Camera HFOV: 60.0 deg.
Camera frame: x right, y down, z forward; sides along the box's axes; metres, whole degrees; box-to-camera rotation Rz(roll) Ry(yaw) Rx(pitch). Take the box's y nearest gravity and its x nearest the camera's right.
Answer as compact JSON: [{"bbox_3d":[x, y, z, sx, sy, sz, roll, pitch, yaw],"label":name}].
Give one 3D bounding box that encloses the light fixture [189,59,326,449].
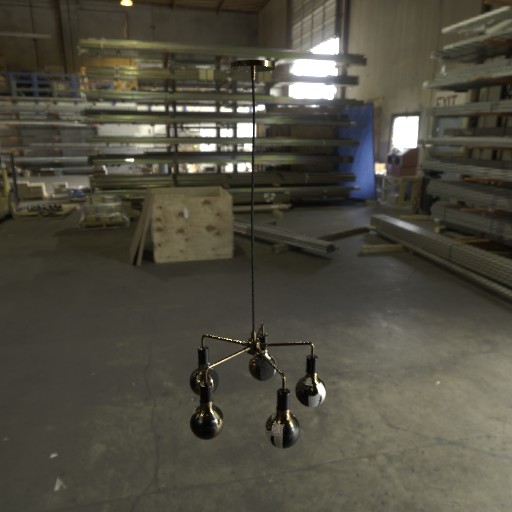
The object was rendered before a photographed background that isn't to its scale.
[{"bbox_3d":[0.000,0.000,1.220,0.438,0.988,0.421,-7,17,-25],"label":"light fixture"}]
